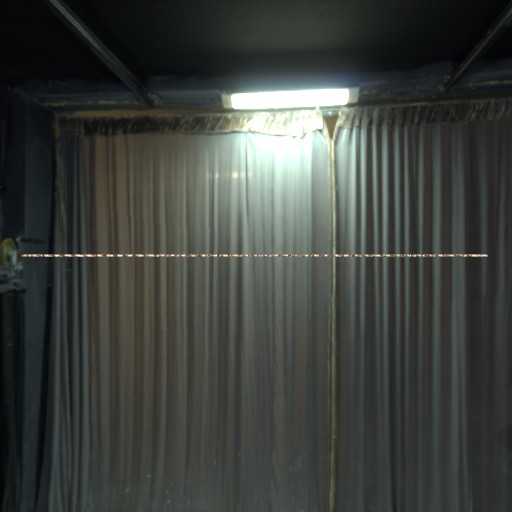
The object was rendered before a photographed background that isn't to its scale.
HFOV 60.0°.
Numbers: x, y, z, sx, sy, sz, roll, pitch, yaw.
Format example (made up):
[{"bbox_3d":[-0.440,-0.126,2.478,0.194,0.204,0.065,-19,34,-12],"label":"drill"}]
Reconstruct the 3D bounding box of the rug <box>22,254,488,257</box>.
[{"bbox_3d":[0.000,0.000,2.322,1.828,0.008,1.219,0,0,1],"label":"rug"}]
